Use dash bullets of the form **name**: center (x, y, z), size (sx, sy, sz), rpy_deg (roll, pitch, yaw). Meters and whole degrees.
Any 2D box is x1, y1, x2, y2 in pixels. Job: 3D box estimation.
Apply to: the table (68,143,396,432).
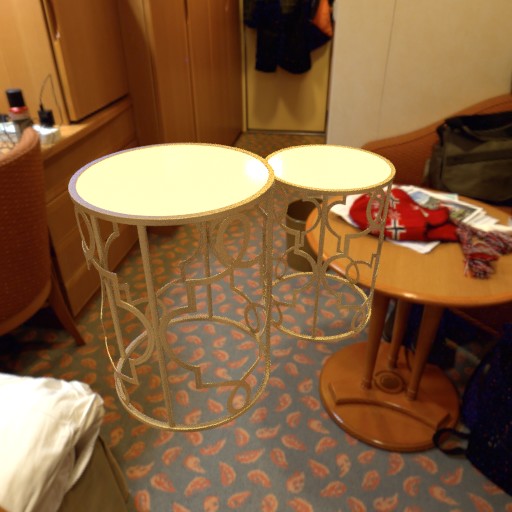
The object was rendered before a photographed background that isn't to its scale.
- **table**: center (0.000, 0.000, 1.187), size (0.846, 0.564, 0.420), rpy_deg (-22, 38, -31)
